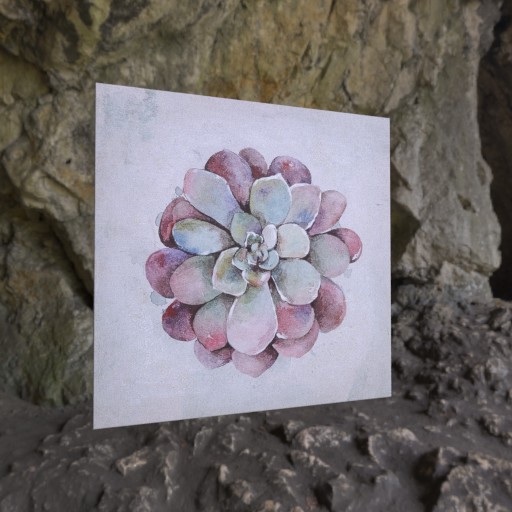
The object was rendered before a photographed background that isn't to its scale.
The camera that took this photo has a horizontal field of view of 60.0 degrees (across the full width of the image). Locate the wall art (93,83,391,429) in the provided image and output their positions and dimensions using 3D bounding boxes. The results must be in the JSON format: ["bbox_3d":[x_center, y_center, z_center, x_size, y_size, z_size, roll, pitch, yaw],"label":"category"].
[{"bbox_3d":[0.000,0.000,1.110,0.762,0.762,0.041,0,-1,-18],"label":"wall art"}]
